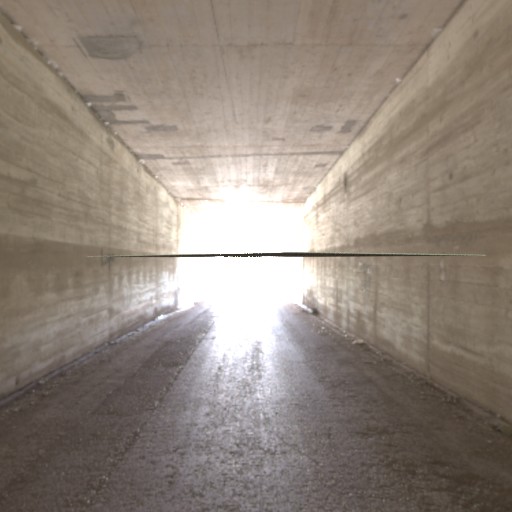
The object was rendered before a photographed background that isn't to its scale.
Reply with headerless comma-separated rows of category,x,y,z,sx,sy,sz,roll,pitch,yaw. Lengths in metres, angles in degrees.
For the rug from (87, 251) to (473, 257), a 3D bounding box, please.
rug,0.000,0.000,2.999,1.566,0.004,2.363,0,-1,-37
